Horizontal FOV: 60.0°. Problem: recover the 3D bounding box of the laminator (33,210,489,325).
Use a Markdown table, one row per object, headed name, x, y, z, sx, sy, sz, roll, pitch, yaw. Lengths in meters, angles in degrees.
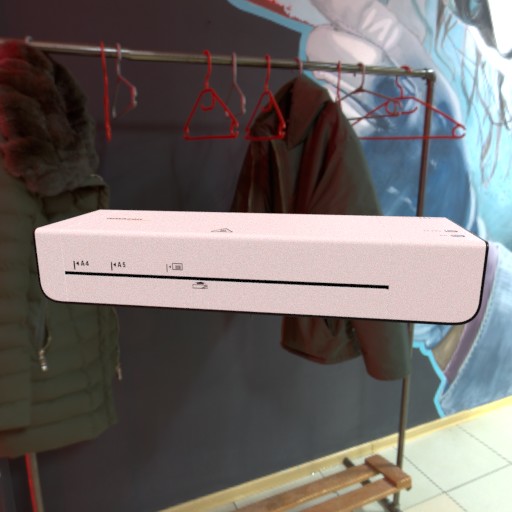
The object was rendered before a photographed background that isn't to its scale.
| name | x | y | z | sx | sy | sz | roll | pitch | yaw |
| --- | --- | --- | --- | --- | --- | --- | --- | --- | --- |
| laminator | 0.000 | 0.000 | 0.392 | 0.340 | 0.062 | 0.123 | 2 | 14 | 8 |
